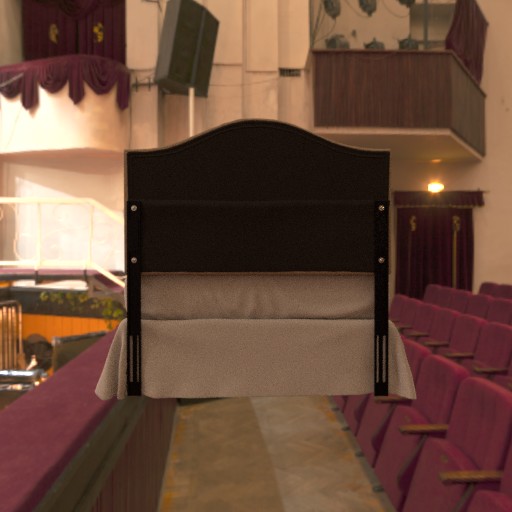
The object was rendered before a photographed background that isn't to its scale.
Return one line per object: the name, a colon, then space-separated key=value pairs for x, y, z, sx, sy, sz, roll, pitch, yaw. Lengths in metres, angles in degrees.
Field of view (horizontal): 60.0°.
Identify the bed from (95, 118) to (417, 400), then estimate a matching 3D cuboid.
bed: x=0.000 y=0.000 z=3.629 sx=1.876 sy=1.645 sz=2.221 roll=0 pitch=0 yaw=0
